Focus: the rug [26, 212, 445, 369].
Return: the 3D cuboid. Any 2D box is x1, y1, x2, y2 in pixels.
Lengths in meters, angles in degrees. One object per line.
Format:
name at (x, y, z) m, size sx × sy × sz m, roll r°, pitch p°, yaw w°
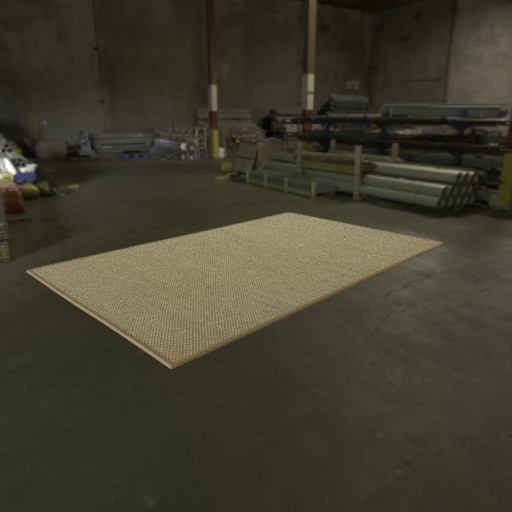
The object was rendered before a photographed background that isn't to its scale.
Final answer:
rug at (0.000, 0.000, 2.055) m, size 1.667 × 0.013 × 1.062 m, roll -17°, pitch 24°, yaw -42°
